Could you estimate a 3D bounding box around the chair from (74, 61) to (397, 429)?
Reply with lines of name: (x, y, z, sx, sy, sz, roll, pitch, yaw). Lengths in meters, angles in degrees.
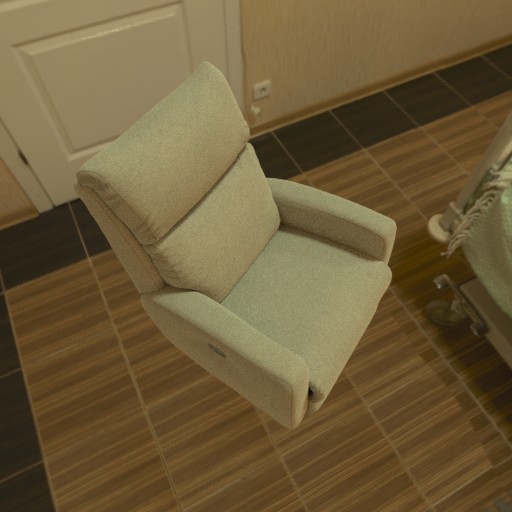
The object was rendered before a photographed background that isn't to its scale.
chair: (0.000, 0.000, 1.661, 0.940, 1.021, 0.794, 30, 63, 17)
